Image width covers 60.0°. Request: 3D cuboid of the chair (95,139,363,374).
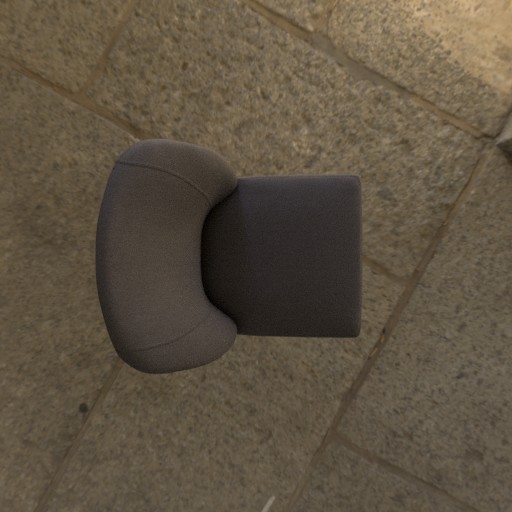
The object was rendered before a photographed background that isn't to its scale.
[{"bbox_3d":[0.000,0.000,1.270,0.619,0.879,0.506,0,90,-1],"label":"chair"}]
